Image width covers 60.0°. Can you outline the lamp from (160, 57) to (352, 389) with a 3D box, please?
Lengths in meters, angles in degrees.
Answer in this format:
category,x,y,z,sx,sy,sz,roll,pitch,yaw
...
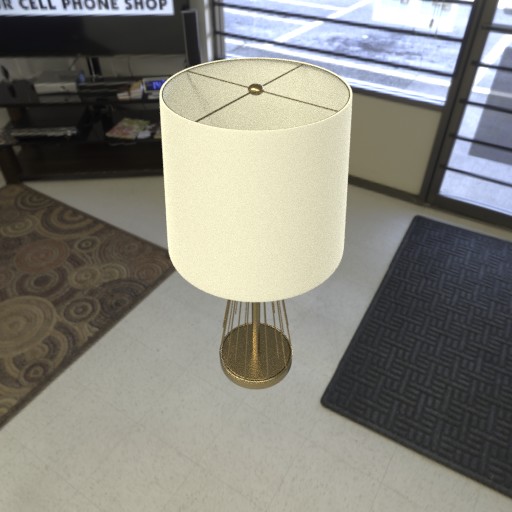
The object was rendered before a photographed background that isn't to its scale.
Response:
category,x,y,z,sx,sy,sz,roll,pitch,yaw
lamp,0.000,0.000,0.802,0.303,0.618,0.303,0,41,0
